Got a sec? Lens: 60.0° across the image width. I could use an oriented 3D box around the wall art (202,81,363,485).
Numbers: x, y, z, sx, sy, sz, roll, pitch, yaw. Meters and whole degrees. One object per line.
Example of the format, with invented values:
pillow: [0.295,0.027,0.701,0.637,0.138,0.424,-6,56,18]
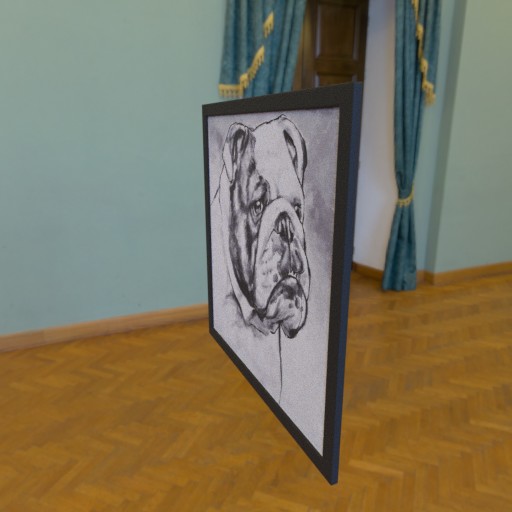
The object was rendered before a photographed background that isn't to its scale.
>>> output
wall art: [0.000,0.000,0.825,0.012,0.558,0.562,-7,18,-23]
